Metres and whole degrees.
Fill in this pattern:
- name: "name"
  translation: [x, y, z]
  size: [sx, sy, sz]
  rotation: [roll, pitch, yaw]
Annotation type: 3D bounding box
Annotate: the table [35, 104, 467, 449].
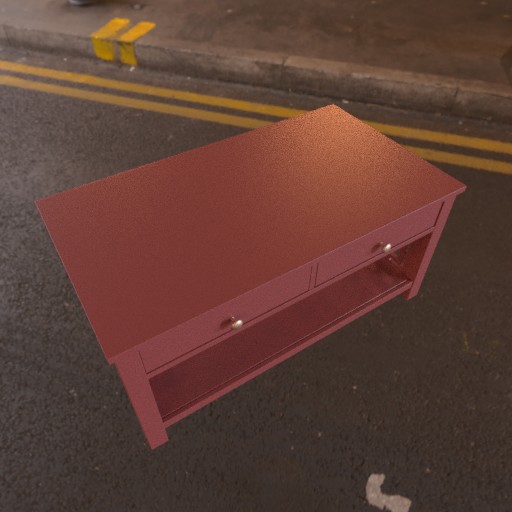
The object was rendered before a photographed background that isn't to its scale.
- name: "table"
  translation: [0.000, 0.000, 1.424]
  size: [1.068, 0.493, 0.612]
  rotation: [-24, 50, -22]
